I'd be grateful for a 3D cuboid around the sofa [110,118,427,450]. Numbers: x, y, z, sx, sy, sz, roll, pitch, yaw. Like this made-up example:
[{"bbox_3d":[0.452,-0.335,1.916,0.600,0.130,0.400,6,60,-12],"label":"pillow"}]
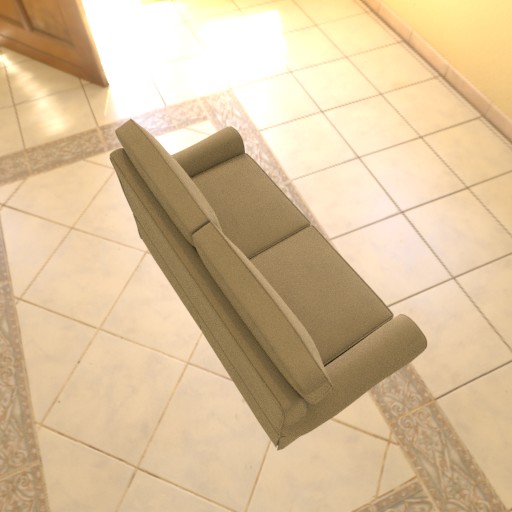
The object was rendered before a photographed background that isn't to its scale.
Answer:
[{"bbox_3d":[0.000,0.000,2.443,0.841,1.024,1.823,-29,62,-17],"label":"sofa"}]
